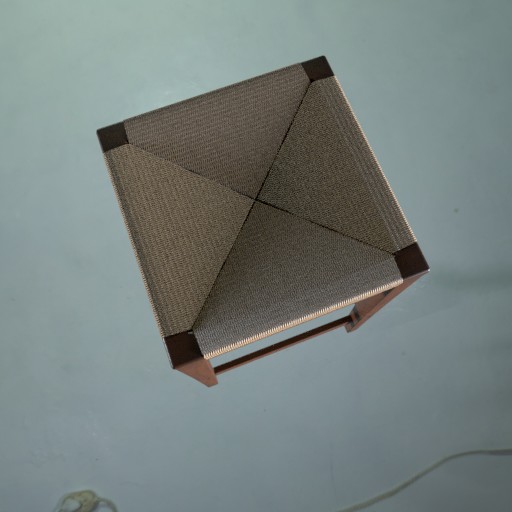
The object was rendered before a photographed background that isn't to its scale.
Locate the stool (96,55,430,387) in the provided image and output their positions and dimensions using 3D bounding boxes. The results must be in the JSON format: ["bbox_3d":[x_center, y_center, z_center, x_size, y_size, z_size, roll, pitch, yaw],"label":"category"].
[{"bbox_3d":[0.000,0.000,1.091,0.507,0.762,0.497,-20,76,-5],"label":"stool"}]
